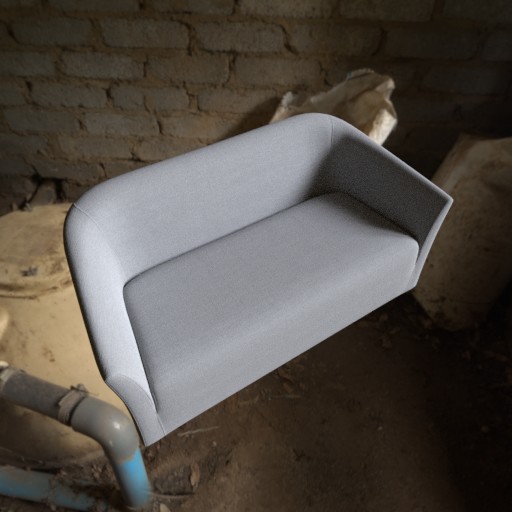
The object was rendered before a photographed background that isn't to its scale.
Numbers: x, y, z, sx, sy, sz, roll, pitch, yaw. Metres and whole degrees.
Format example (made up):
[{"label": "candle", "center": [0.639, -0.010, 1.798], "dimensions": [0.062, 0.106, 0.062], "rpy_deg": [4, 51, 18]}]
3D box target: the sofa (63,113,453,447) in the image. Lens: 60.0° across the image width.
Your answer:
[{"label": "sofa", "center": [0.000, 0.000, 1.852], "dimensions": [1.452, 0.721, 0.705], "rpy_deg": [-25, 51, -22]}]
